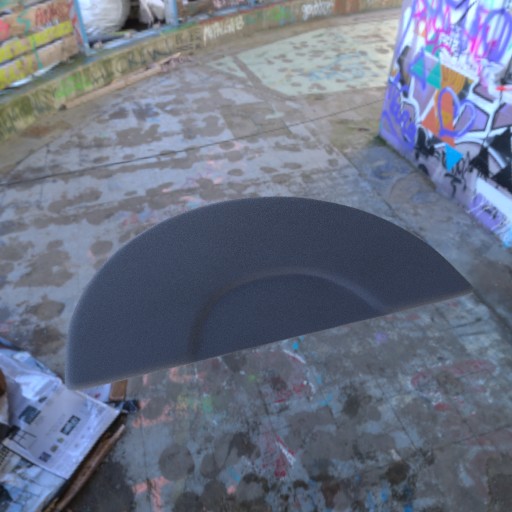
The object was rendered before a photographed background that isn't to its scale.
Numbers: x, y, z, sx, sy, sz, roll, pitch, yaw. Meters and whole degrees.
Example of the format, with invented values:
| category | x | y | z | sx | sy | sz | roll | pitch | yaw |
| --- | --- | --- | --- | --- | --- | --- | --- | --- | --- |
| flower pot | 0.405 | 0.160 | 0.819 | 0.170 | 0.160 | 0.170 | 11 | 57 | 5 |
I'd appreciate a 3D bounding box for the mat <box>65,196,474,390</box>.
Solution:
| category | x | y | z | sx | sy | sz | roll | pitch | yaw |
| --- | --- | --- | --- | --- | --- | --- | --- | --- | --- |
| mat | 0.000 | 0.000 | 1.877 | 1.525 | 0.016 | 0.917 | -11 | 41 | -13 |
